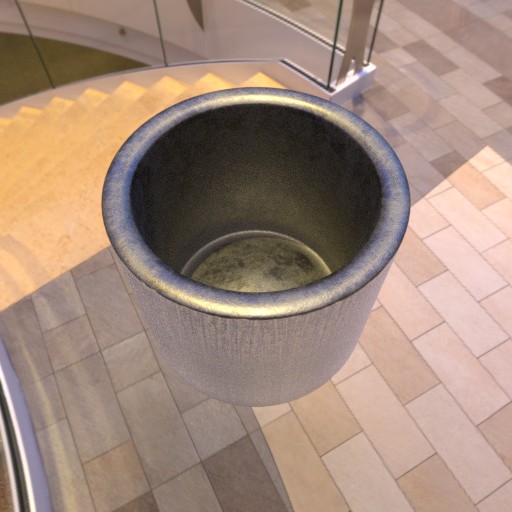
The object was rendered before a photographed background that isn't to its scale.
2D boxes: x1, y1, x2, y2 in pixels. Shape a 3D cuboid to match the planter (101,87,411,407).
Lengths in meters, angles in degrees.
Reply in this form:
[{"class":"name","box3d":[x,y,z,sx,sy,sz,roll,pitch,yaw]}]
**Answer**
[{"class":"planter","box3d":[0.000,0.000,0.225,0.125,0.112,0.125,0,56,0]}]
